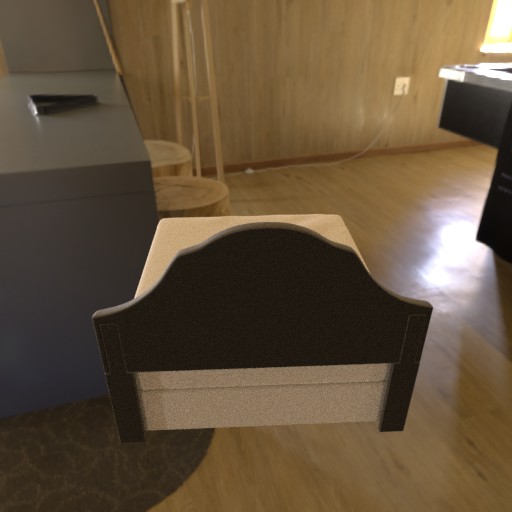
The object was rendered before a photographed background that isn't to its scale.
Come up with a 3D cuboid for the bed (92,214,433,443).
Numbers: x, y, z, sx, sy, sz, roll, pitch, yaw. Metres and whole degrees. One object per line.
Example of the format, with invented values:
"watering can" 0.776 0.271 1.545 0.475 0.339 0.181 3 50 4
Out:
"bed" 0.000 0.000 3.610 2.008 1.615 2.214 -1 30 -2
